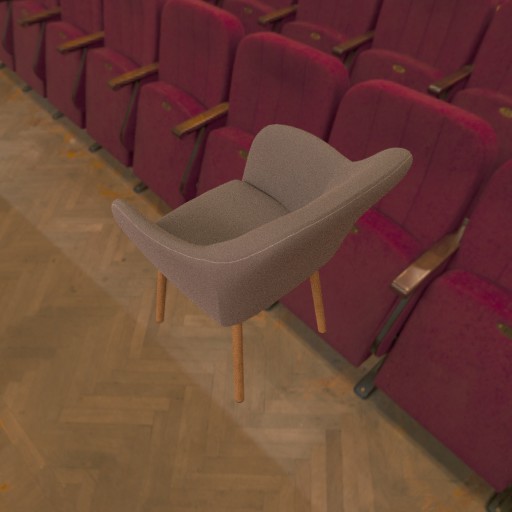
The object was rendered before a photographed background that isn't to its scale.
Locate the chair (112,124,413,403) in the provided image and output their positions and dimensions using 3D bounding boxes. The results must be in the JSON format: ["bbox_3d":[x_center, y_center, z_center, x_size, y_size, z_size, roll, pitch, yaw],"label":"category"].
[{"bbox_3d":[0.000,0.000,1.252,0.570,0.830,0.590,-33,56,-27],"label":"chair"}]
